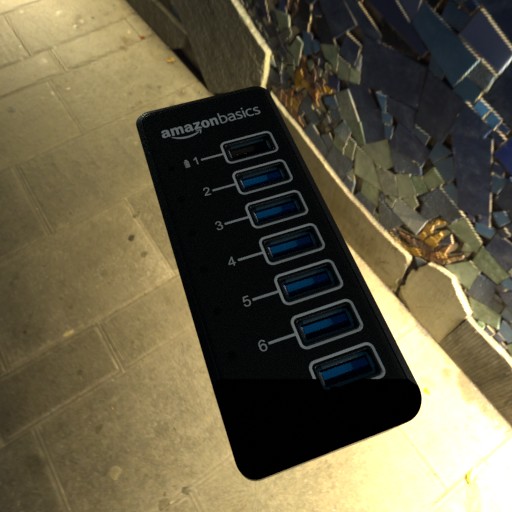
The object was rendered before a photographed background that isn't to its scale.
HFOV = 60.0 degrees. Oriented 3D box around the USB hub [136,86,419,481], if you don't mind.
[{"bbox_3d":[0.000,0.000,0.128,0.044,0.023,0.110,-17,63,-9],"label":"USB hub"}]
